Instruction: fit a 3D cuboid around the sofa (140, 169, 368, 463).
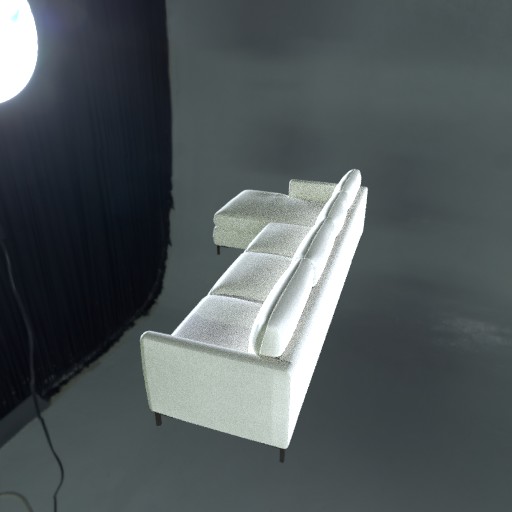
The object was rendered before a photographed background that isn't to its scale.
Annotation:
[{"bbox_3d":[0.000,0.000,3.765,1.467,0.875,3.186,9,28,17],"label":"sofa"}]
